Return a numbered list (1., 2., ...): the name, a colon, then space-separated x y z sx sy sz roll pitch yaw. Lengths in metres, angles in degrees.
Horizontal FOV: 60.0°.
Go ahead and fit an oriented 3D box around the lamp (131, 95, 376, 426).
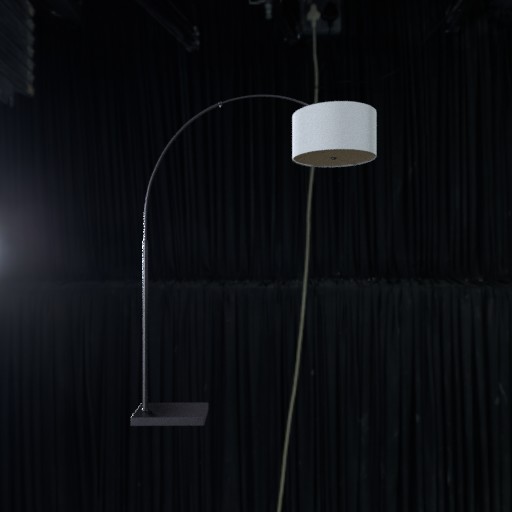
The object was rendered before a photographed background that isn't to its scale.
1. lamp: 0.000 0.000 2.649 1.424 1.927 0.493 0 0 -1
